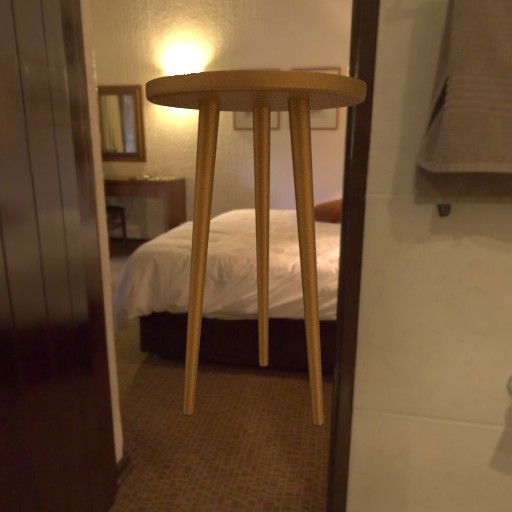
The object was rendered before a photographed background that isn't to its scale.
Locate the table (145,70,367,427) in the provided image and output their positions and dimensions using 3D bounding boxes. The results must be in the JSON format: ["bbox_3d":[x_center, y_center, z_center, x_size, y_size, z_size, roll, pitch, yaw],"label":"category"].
[{"bbox_3d":[0.000,0.000,0.672,0.299,0.480,0.299,-6,15,-25],"label":"table"}]
